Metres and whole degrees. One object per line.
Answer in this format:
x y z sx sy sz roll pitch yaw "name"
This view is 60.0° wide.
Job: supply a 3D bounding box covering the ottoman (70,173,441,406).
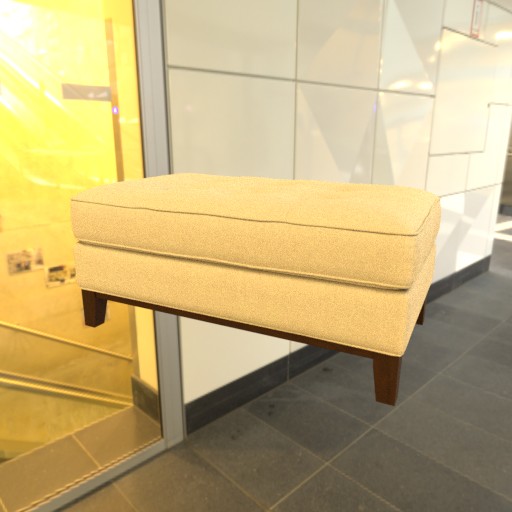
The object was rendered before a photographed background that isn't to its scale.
0.000 0.000 1.555 1.143 0.508 0.648 8 17 26 "ottoman"
